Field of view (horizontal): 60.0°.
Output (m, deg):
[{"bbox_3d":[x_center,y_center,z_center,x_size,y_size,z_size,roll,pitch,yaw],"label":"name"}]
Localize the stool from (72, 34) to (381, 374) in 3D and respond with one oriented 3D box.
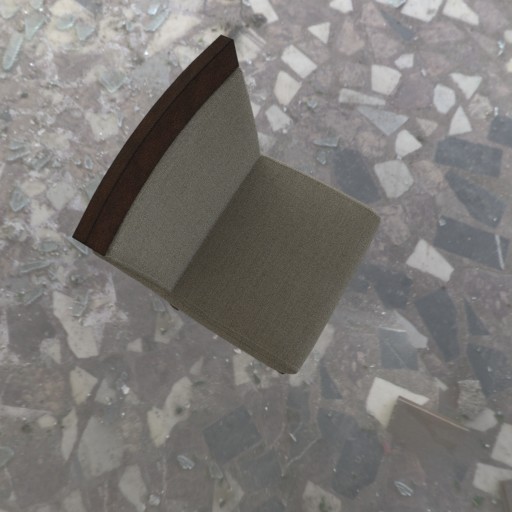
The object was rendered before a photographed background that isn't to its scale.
[{"bbox_3d":[0.000,0.000,1.303,0.531,1.009,0.512,30,77,8],"label":"stool"}]
